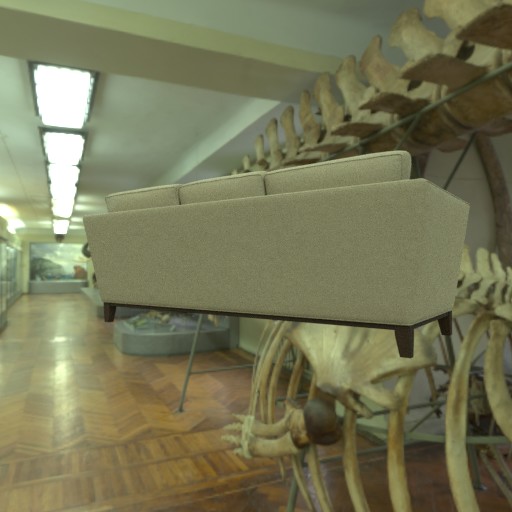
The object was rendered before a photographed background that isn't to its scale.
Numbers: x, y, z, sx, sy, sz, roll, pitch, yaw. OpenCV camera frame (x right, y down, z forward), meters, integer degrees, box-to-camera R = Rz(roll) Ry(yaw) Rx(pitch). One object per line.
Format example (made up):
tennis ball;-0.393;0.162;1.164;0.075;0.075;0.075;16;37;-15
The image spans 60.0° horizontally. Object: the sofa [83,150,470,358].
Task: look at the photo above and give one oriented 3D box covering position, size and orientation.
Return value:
sofa;0.000;0.000;2.880;2.388;0.940;0.965;-1;-2;35
